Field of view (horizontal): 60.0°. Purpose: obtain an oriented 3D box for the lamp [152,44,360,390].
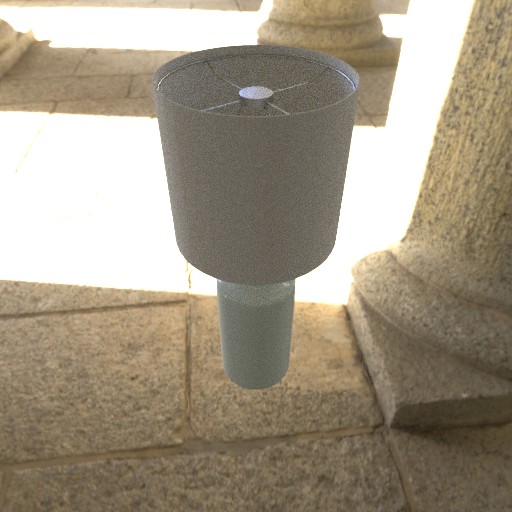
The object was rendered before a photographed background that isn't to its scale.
[{"bbox_3d":[0.000,0.000,0.616,0.212,0.493,0.212,-25,47,-26],"label":"lamp"}]
